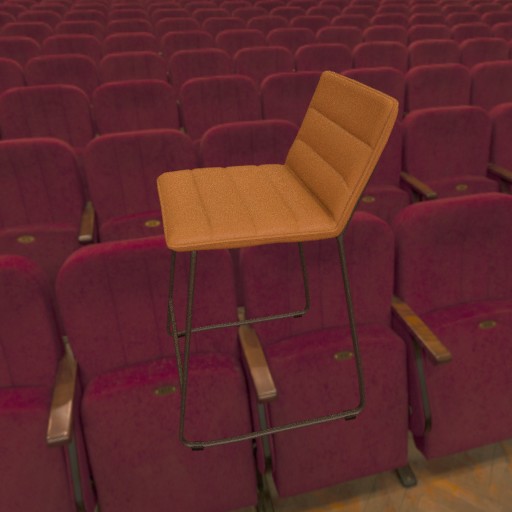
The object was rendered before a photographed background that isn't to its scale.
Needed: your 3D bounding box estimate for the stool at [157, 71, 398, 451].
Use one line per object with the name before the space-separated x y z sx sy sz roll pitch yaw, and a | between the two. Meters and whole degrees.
stool | 0.000 0.000 1.189 0.524 0.866 0.489 -7 32 -12
